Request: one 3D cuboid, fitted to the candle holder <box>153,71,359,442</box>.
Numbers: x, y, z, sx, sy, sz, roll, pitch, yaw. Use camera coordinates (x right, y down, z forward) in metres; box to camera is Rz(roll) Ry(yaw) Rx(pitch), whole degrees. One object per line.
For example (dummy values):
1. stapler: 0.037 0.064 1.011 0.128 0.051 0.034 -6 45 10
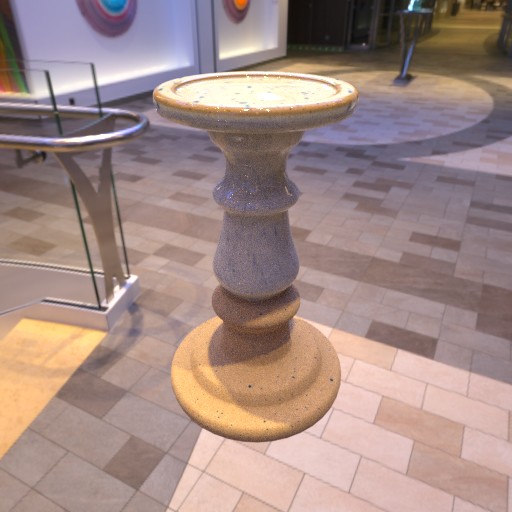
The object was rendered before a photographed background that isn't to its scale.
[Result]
1. candle holder: 0.000 0.000 0.277 0.123 0.202 0.123 0 31 0
